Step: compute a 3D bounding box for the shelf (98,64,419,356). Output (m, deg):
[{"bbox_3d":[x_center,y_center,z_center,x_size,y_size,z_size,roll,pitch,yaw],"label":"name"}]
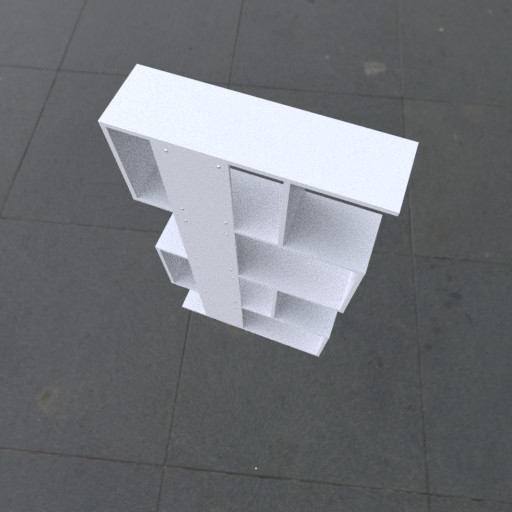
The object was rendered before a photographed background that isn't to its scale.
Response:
[{"bbox_3d":[0.000,0.000,2.015,0.890,1.650,0.250,19,66,9],"label":"shelf"}]
